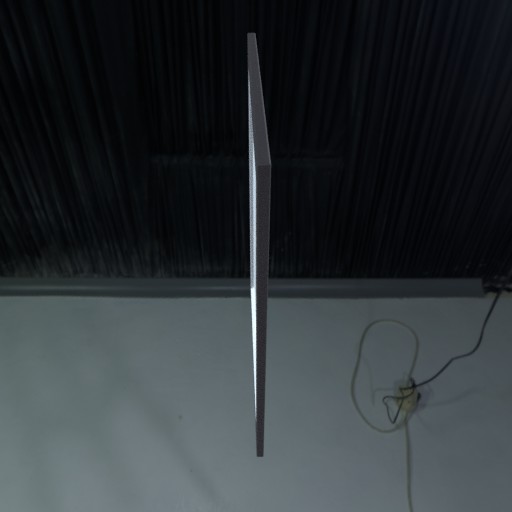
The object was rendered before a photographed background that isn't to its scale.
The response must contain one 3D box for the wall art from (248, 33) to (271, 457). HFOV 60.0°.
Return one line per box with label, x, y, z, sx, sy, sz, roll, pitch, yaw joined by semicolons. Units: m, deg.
wall art;0.000;0.000;0.674;0.012;0.529;0.374;-1;41;-2
